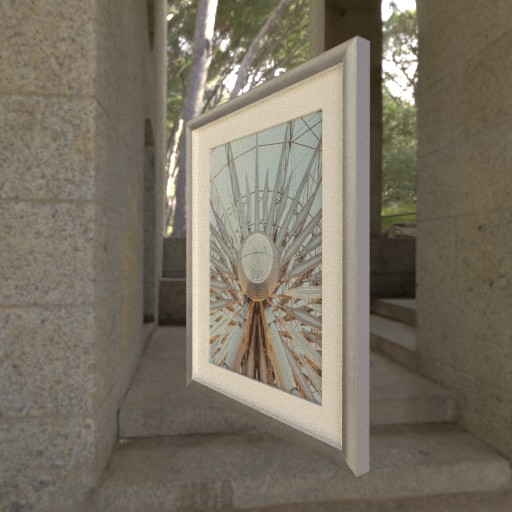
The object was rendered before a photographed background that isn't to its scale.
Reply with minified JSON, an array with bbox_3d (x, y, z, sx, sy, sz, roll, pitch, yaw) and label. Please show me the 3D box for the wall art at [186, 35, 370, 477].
[{"bbox_3d":[0.000,0.000,0.750,0.029,0.558,0.458,0,0,-37],"label":"wall art"}]
